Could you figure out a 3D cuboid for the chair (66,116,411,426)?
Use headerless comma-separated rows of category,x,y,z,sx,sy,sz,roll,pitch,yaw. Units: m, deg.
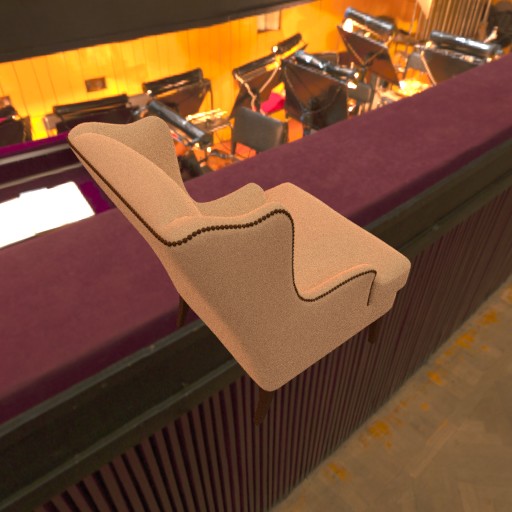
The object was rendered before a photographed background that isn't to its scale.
chair,0.000,0.000,1.633,0.940,1.029,0.737,-26,47,-27
